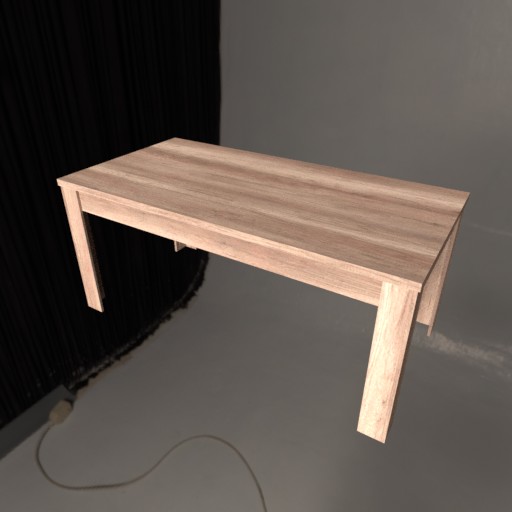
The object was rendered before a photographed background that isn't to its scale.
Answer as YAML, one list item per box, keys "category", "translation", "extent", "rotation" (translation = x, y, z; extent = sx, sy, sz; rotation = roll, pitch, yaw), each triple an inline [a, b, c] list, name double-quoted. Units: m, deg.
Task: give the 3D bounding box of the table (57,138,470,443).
- category: "table"
  translation: [0.000, 0.000, 2.348]
  extent: [1.800, 0.790, 0.900]
  rotation: [17, 34, 27]
